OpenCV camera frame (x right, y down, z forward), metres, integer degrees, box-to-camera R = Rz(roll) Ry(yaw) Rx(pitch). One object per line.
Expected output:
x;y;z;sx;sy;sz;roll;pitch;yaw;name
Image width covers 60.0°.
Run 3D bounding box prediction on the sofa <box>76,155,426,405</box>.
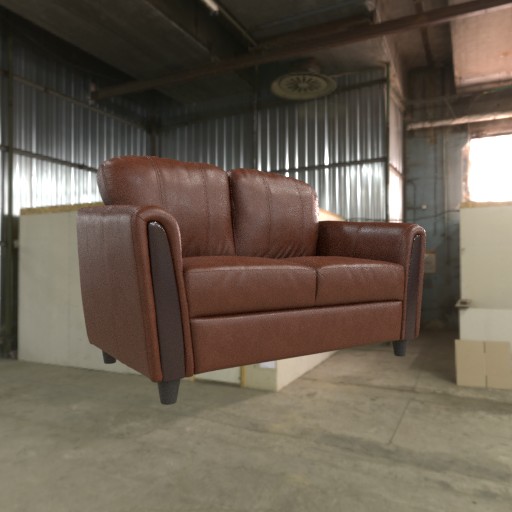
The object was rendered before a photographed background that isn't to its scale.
0.000;0.000;1.972;1.406;0.906;0.805;0;0;-35;sofa
